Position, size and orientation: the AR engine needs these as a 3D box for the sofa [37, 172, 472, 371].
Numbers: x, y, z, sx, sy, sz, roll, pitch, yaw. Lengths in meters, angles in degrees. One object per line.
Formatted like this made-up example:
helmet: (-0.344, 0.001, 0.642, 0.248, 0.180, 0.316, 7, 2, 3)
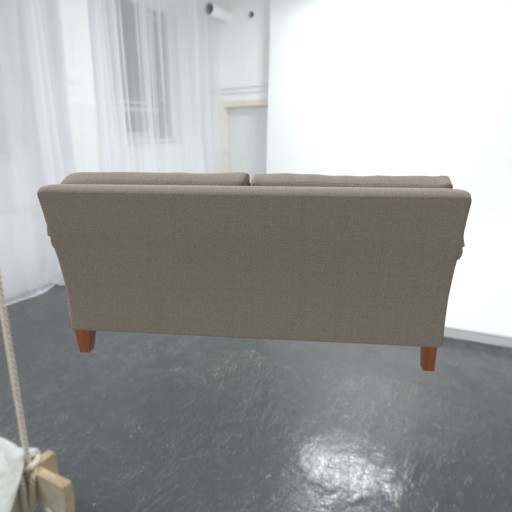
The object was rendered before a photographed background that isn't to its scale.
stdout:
sofa: (0.000, 0.000, 2.729, 2.160, 1.054, 1.087, 2, 15, 6)
